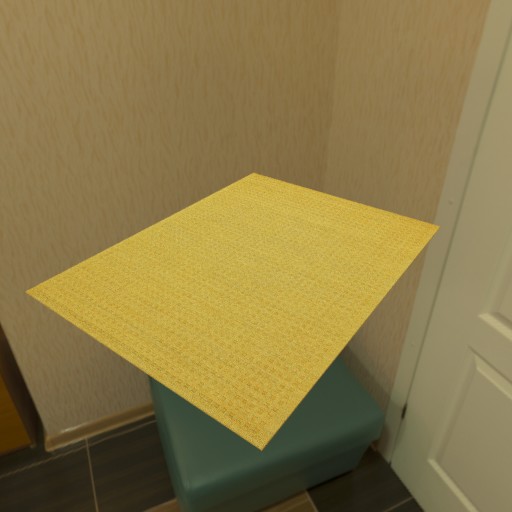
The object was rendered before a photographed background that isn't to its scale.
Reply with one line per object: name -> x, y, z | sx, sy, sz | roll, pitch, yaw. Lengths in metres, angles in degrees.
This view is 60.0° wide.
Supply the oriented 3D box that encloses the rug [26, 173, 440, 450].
rug -> 0.000, 0.000, 4.252 | 2.486, 0.015, 3.242 | 22, 39, 30
